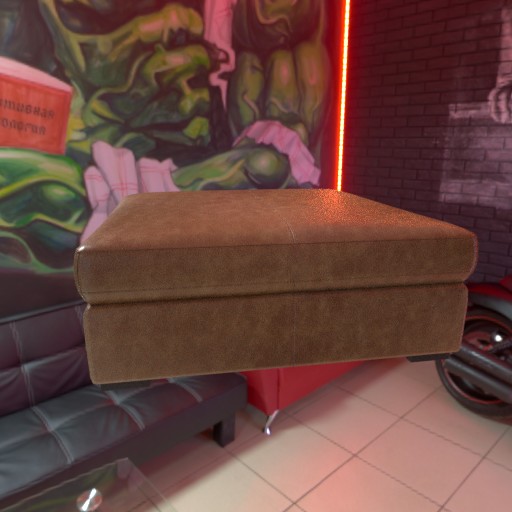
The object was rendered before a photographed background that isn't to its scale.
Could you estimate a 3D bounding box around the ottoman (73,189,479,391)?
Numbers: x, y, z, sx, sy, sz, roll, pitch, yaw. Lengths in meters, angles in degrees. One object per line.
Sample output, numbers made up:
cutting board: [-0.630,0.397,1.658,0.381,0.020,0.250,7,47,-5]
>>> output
ottoman: [0.000,0.000,1.819,1.169,0.483,1.168,-3,15,-10]
